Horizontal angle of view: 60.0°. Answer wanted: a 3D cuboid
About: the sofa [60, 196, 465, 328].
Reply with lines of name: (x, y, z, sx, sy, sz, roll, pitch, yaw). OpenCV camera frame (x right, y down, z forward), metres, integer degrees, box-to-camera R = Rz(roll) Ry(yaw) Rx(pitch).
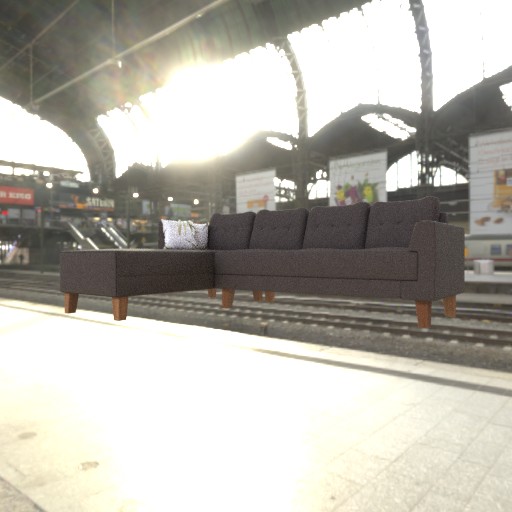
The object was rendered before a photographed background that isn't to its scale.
sofa: (0.000, 0.000, 3.515, 2.679, 0.932, 1.829, 0, 0, 38)
